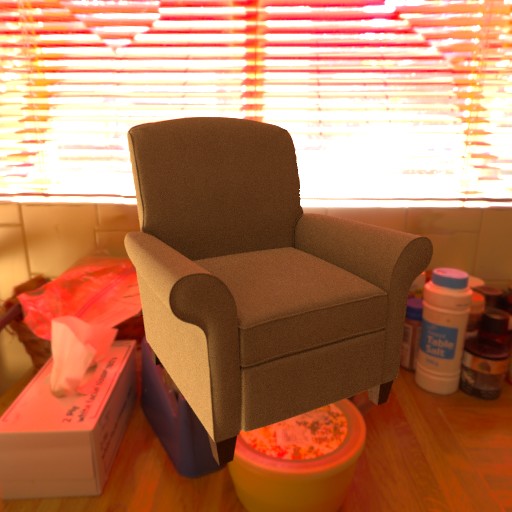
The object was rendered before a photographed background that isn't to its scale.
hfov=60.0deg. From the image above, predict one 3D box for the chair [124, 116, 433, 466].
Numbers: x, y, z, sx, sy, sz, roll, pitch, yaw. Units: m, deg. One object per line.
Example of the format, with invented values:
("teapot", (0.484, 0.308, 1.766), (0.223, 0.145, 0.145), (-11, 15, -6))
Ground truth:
("chair", (0.000, 0.000, 1.744), (0.978, 1.061, 0.905), (-9, 18, -27))
